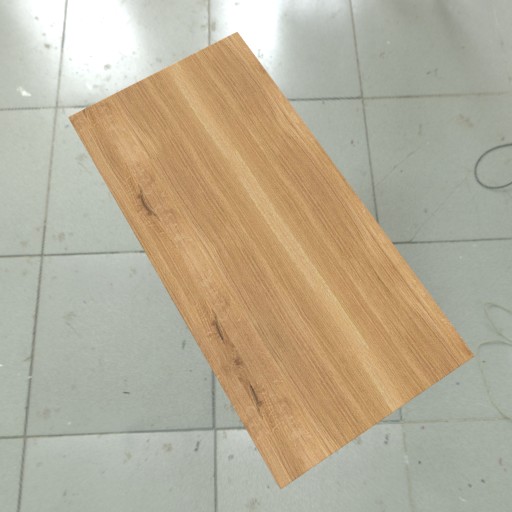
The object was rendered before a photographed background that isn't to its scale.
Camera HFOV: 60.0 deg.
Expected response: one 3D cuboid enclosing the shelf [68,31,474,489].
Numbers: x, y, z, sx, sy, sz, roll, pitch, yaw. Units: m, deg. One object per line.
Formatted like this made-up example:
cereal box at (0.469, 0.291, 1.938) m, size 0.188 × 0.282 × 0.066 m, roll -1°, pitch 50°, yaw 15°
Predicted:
shelf at (0.000, 0.000, 1.023) m, size 0.400 × 0.400 × 0.800 m, roll -31°, pitch 77°, yaw -8°
